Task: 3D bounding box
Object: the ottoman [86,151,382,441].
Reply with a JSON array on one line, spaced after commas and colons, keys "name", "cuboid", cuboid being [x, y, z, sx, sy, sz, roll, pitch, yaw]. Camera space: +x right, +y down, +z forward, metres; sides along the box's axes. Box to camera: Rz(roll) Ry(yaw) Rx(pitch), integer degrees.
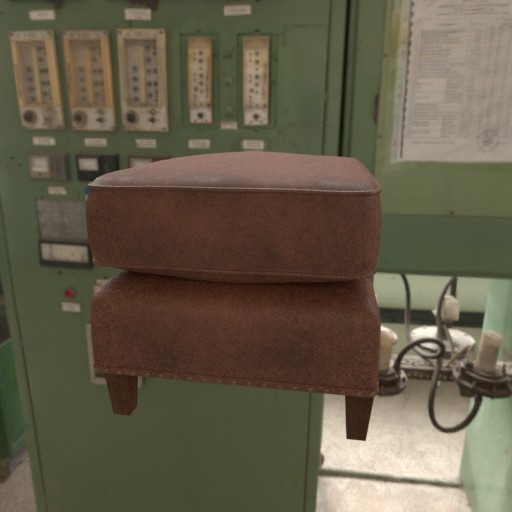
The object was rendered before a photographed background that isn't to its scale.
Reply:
[{"name": "ottoman", "cuboid": [0.000, 0.000, 1.169, 0.589, 0.537, 0.738, 3, 17, 9]}]
